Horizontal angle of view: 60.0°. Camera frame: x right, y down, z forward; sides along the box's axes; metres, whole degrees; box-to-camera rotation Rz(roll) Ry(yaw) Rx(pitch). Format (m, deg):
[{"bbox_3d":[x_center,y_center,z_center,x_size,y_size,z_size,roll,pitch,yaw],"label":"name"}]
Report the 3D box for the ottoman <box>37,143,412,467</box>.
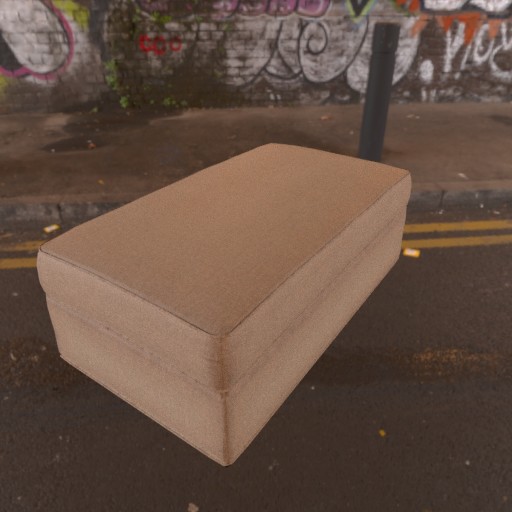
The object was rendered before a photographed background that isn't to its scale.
[{"bbox_3d":[0.000,0.000,1.410,0.617,0.448,1.097,20,36,29],"label":"ottoman"}]
